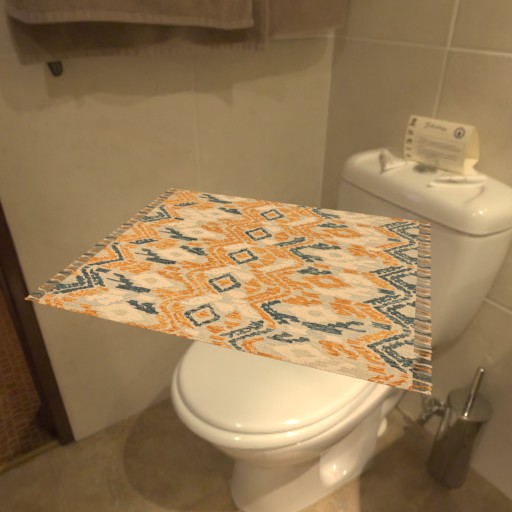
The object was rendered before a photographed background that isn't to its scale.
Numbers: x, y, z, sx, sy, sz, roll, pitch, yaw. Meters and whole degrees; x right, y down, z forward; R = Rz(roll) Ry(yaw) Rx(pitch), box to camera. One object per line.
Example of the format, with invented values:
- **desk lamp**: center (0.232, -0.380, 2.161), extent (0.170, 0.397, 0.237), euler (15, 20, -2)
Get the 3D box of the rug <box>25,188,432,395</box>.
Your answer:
- **rug**: center (0.000, 0.000, 4.067), extent (3.048, 0.010, 2.439), euler (10, 32, 16)
